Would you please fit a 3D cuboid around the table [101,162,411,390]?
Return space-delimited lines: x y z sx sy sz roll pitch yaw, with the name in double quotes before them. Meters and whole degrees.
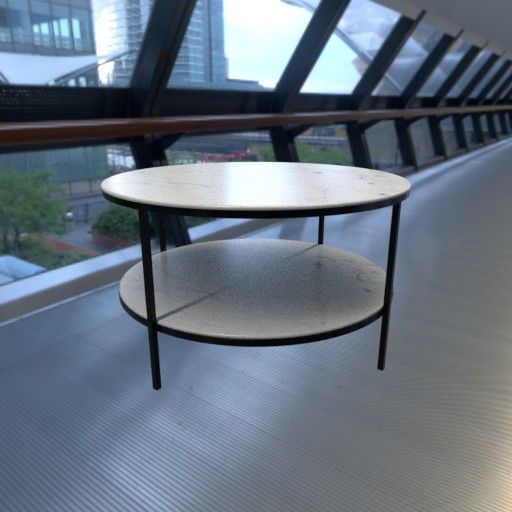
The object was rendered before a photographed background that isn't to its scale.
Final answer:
"table" 0.000 0.000 1.270 0.800 0.450 0.800 0 18 0
